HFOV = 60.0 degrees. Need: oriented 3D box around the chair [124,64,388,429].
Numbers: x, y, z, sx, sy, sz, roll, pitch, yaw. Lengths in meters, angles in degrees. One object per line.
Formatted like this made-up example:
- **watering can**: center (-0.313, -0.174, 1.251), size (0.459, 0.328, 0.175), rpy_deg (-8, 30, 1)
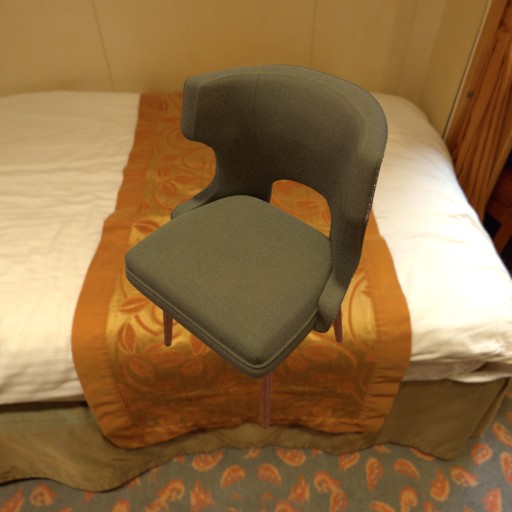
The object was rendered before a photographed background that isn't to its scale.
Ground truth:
- **chair**: center (0.000, 0.000, 1.257), size (0.595, 0.863, 0.581), rpy_deg (32, 54, 27)
